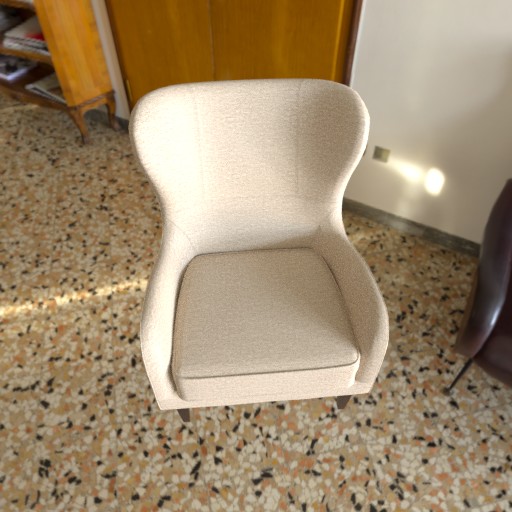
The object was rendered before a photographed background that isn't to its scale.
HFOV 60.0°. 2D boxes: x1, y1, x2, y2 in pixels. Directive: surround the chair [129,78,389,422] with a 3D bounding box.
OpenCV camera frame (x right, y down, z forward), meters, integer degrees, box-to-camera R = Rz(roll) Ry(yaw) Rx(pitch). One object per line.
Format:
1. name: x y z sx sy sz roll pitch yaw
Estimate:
1. chair: 0.000 0.000 1.782 0.861 1.064 0.984 -4 47 -3
